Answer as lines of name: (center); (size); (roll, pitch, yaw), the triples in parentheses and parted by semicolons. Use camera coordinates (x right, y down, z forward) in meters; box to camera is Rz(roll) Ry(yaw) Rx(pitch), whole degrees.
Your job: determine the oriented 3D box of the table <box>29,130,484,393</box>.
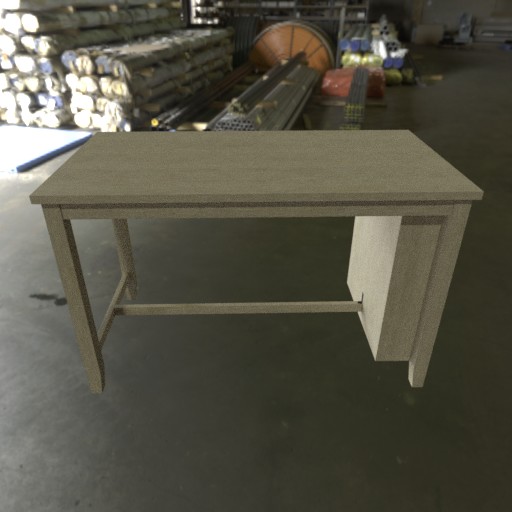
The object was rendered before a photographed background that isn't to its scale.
table: (0.000, 0.000, 1.897); (1.397, 0.874, 0.729); (-1, 31, -1)
